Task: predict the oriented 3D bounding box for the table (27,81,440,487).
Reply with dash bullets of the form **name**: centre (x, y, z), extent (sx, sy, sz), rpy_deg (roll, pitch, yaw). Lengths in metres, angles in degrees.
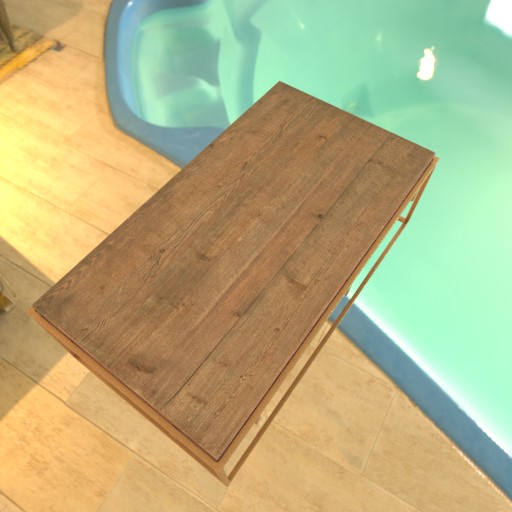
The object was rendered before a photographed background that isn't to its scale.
- **table**: centre (0.000, 0.000, 1.735), extent (0.775, 0.468, 1.387), rpy_deg (32, 63, 18)
